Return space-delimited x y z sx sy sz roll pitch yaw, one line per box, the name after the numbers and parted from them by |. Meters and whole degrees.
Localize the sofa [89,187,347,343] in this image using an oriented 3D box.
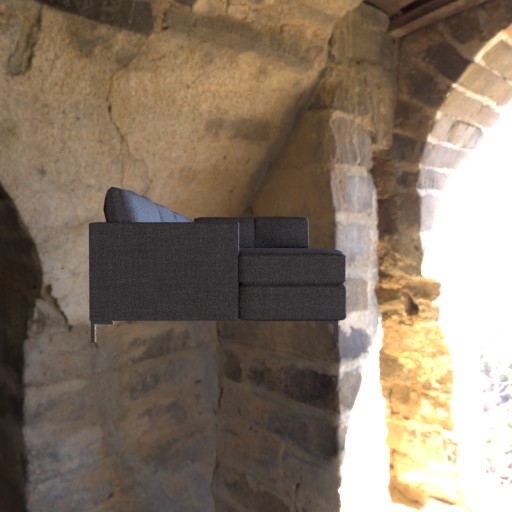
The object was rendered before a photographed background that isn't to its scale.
0.000 0.000 4.350 2.048 0.999 3.423 0 1 -1 | sofa
